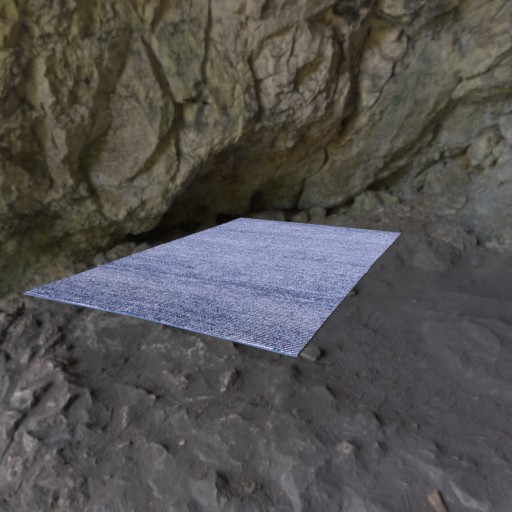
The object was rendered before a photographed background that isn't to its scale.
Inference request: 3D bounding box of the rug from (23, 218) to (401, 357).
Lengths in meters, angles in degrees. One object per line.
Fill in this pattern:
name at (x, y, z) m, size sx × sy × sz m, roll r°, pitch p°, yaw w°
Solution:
rug at (0.000, 0.000, 2.246) m, size 1.145 × 0.021 × 1.777 m, roll 8°, pitch 17°, yaw 26°
